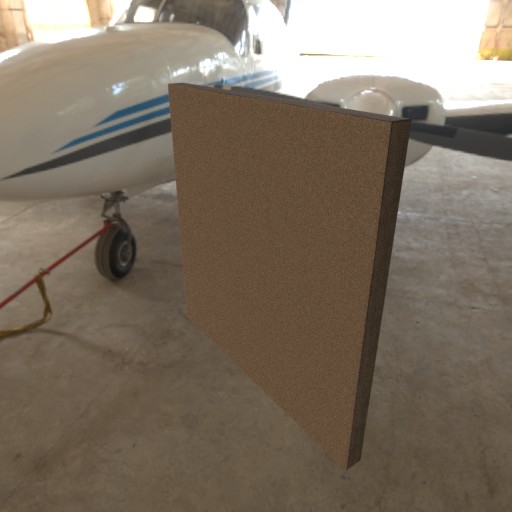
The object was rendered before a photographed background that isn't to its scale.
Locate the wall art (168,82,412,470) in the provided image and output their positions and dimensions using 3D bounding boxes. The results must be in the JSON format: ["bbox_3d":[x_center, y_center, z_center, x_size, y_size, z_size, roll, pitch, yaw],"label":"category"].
[{"bbox_3d":[0.000,0.000,1.102,0.050,0.751,0.749,-18,31,-32],"label":"wall art"}]
